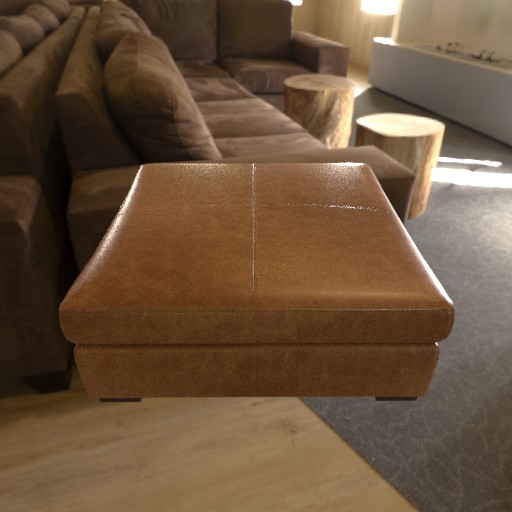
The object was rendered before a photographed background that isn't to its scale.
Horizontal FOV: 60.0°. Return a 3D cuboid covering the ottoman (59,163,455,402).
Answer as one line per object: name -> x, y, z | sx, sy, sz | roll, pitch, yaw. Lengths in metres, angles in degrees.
ottoman -> 0.000, 0.000, 1.854 | 1.168, 0.483, 1.169 | 0, 33, 0
